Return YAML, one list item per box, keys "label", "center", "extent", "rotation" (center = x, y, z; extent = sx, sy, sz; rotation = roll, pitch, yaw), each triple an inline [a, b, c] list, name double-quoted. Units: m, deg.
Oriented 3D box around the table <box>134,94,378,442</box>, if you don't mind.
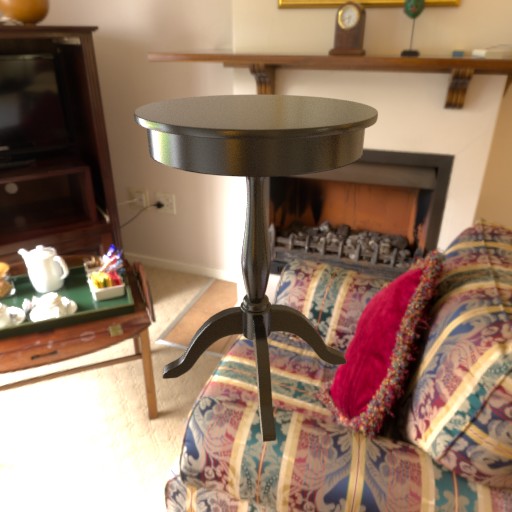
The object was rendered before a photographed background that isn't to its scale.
- label: "table"
  center: [0.000, 0.000, 1.036]
  extent: [0.481, 0.665, 0.481]
  rotation: [0, 26, 0]
